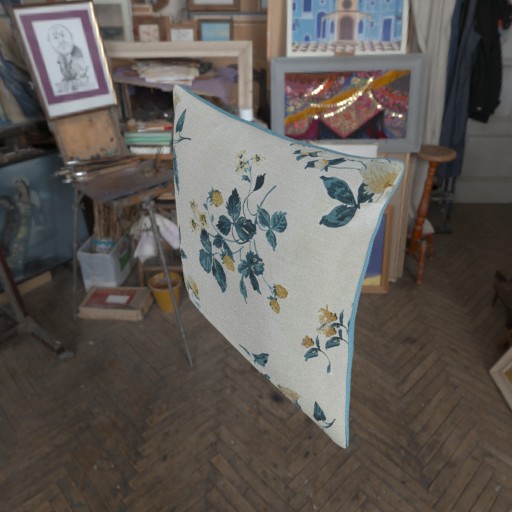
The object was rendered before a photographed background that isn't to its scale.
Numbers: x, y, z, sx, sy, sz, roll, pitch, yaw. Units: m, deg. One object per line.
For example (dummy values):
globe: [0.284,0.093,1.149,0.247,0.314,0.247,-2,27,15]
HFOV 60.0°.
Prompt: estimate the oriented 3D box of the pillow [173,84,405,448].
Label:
pillow: [0.000,0.000,0.796,0.166,0.507,0.526,-22,39,-30]
